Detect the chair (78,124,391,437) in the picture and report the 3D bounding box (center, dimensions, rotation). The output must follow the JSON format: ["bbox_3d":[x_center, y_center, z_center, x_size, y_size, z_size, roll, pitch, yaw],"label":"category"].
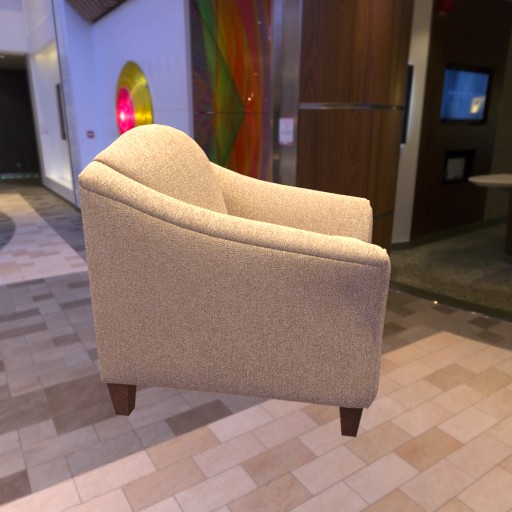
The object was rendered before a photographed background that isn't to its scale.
[{"bbox_3d":[0.000,0.000,1.473,0.787,0.839,0.763,3,17,10],"label":"chair"}]
